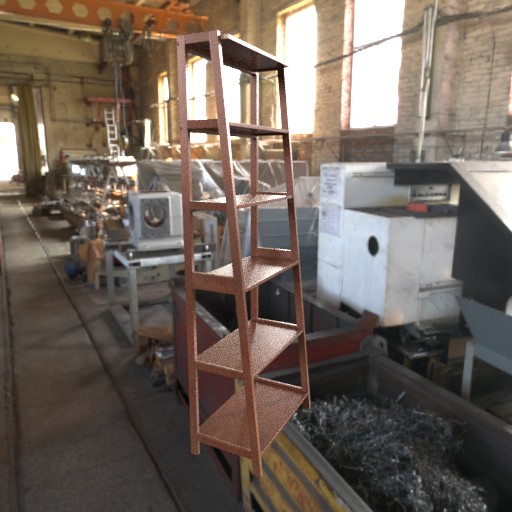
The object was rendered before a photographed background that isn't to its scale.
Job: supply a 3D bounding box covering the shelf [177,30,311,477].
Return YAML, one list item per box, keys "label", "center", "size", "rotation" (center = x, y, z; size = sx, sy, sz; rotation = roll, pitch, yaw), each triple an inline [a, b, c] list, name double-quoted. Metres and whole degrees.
- label: "shelf"
  center: [0.000, 0.000, 2.177]
  size: [0.382, 1.892, 0.660]
  rotation: [6, 14, 26]
